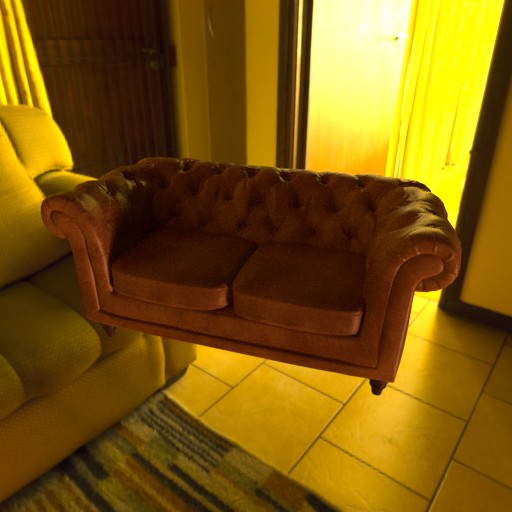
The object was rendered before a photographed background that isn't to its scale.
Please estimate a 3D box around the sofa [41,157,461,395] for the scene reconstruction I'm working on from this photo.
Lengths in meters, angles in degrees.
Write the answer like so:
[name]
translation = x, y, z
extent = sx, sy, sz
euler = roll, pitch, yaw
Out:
[sofa]
translation = 0.000, 0.000, 2.508
extent = 1.979, 0.877, 1.042
euler = 8, 28, 16
